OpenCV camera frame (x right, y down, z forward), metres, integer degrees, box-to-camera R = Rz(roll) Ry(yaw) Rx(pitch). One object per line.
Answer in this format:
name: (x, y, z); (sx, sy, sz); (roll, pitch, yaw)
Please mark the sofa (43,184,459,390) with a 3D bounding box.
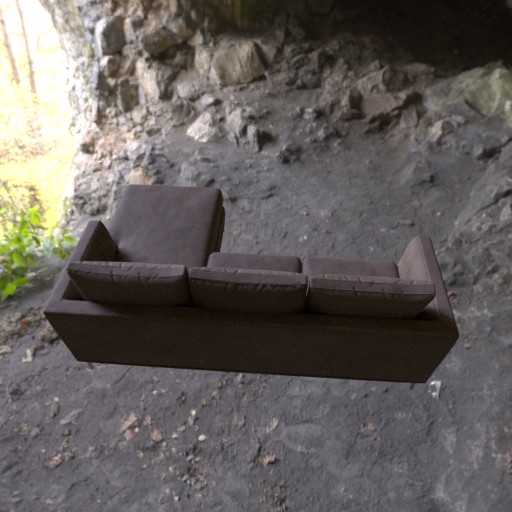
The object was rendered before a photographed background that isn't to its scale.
sofa: (0.000, 0.000, 3.307); (2.438, 0.987, 1.622); (3, 46, 3)
